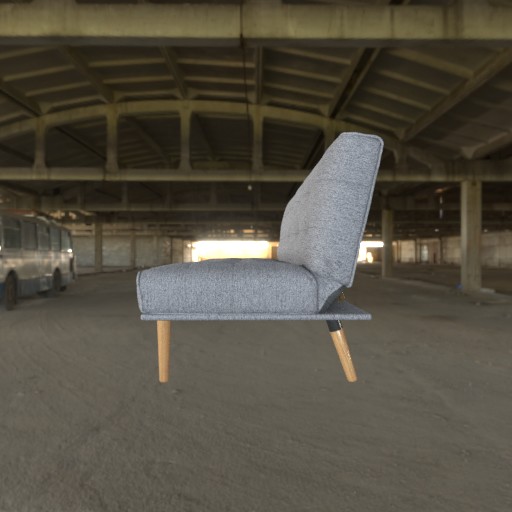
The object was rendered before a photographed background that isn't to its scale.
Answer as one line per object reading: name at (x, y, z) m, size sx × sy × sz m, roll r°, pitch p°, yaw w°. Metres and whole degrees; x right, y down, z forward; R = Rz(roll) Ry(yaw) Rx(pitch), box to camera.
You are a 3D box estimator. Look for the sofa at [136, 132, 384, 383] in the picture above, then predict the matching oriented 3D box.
sofa at (0.000, 0.000, 2.329) m, size 0.810 × 0.830 × 1.820 m, roll 0°, pitch 0°, yaw 0°
